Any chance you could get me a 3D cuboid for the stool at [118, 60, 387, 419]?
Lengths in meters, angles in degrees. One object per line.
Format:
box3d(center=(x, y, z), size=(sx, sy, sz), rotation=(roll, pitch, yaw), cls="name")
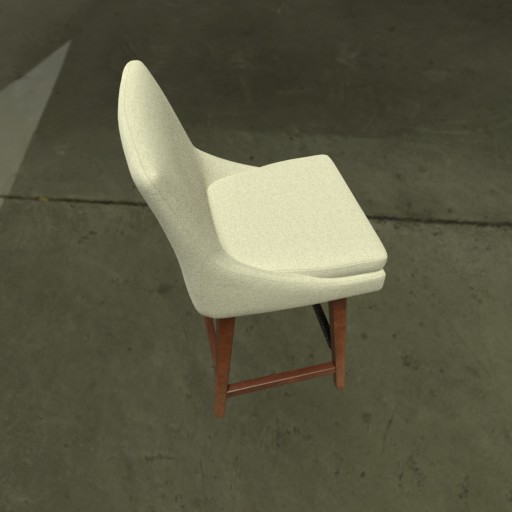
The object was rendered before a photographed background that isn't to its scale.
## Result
box3d(center=(0.000, 0.000, 1.264), size=(0.559, 0.991, 0.469), rotation=(-10, 49, -9), cls="stool")
